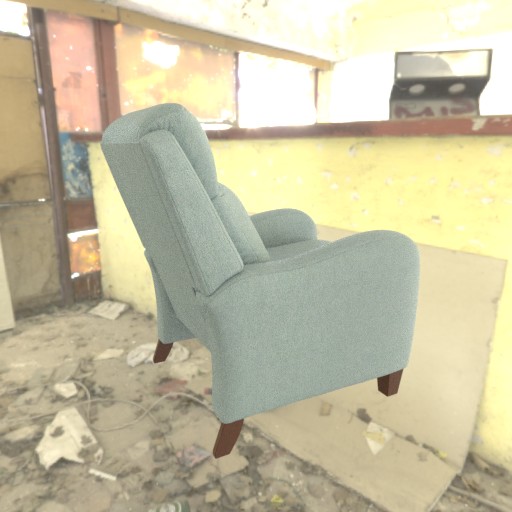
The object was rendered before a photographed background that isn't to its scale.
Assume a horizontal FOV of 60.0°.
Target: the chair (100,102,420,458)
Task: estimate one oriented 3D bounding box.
[{"bbox_3d":[0.000,0.000,1.713,0.988,1.067,0.785,-7,16,-27],"label":"chair"}]
